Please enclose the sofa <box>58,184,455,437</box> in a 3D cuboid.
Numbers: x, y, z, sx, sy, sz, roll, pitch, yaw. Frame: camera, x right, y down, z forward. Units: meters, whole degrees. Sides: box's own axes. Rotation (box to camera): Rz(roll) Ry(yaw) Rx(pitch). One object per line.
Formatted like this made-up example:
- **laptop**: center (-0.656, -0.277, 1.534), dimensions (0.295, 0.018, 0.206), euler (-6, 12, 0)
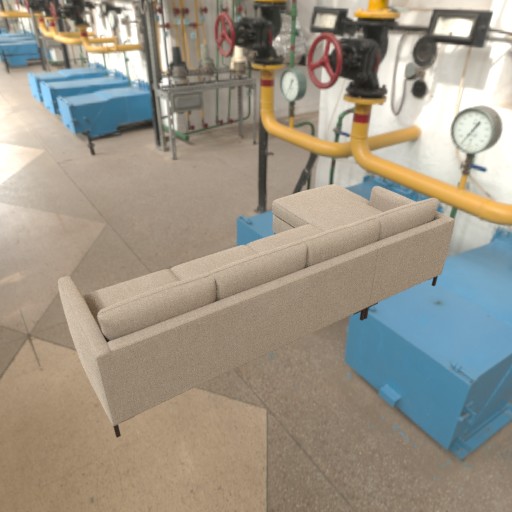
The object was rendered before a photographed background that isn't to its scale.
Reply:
- **sofa**: center (0.000, 0.000, 3.515), dimensions (2.923, 0.816, 1.469), euler (-18, 36, -28)
